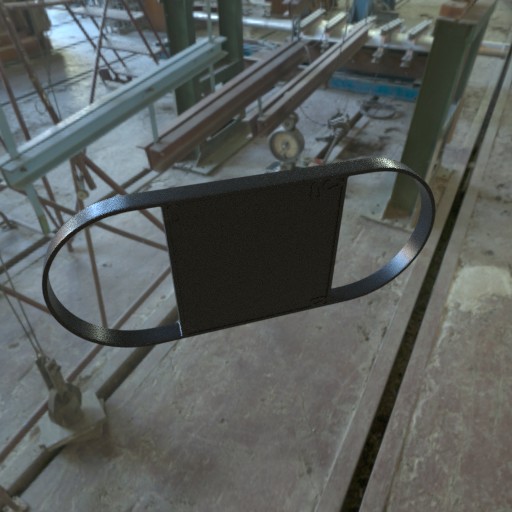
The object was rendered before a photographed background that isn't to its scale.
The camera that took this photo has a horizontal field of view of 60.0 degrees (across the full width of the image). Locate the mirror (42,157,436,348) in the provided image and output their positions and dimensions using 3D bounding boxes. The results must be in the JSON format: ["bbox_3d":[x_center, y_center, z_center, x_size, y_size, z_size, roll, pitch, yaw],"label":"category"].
[{"bbox_3d":[0.000,0.000,0.657,0.584,0.254,0.032,-11,41,-13],"label":"mirror"}]
